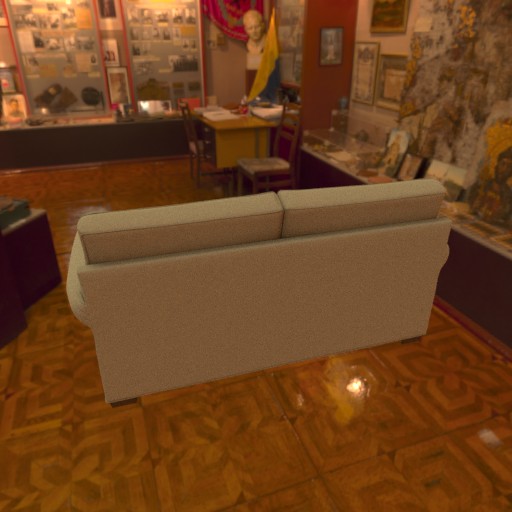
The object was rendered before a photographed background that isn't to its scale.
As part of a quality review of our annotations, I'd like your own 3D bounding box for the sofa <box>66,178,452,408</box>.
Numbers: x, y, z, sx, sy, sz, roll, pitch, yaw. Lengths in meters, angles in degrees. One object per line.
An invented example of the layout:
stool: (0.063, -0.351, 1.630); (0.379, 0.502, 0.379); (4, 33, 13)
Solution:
sofa: (0.000, 0.000, 2.470); (1.930, 0.952, 0.940); (-8, 28, -16)
